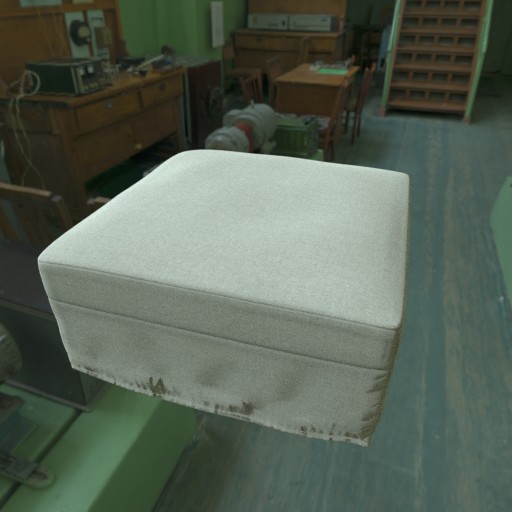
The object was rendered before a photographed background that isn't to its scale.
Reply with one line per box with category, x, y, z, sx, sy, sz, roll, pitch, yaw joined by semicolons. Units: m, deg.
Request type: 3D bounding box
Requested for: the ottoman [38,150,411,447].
ottoman;0.000;0.000;1.329;0.840;0.436;0.843;9;33;15
